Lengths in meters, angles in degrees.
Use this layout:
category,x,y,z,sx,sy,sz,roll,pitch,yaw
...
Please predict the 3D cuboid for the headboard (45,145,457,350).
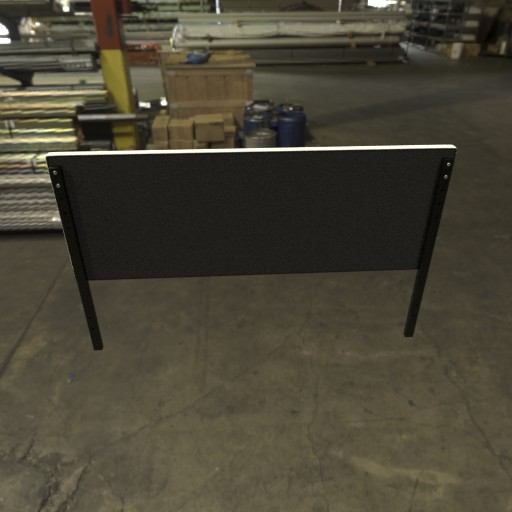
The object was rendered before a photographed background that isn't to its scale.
category,x,y,z,sx,sy,sz,roll,pitch,yaw
headboard,0.000,0.000,2.889,2.362,1.410,0.120,-2,31,-3
